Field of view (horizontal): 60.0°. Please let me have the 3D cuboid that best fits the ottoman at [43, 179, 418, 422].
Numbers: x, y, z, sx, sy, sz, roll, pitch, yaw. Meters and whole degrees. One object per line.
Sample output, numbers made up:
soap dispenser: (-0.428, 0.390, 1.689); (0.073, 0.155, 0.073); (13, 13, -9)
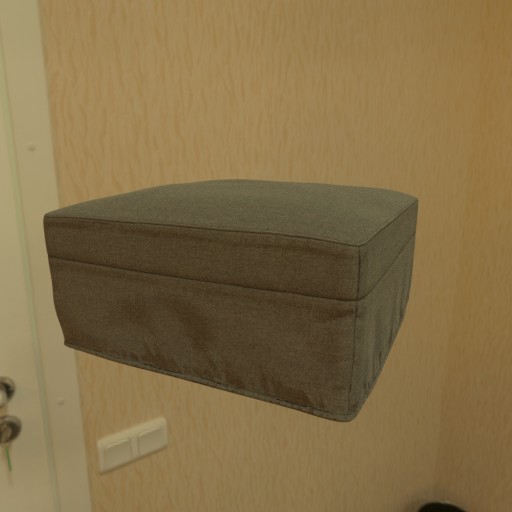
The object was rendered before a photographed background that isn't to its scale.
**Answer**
ottoman: (0.000, 0.000, 1.344); (0.840, 0.436, 0.843); (7, 15, 25)
